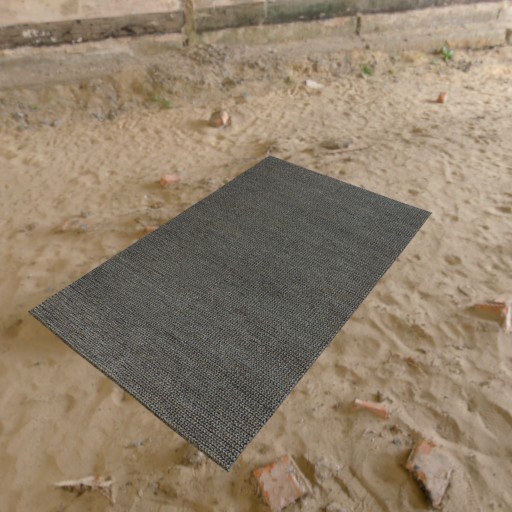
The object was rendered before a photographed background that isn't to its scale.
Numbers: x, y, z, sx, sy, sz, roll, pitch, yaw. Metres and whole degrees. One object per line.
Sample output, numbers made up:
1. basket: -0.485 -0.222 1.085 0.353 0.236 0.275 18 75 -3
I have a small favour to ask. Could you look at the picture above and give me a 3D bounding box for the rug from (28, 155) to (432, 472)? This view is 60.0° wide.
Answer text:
1. rug: 0.000 0.000 2.995 1.538 0.021 2.443 26 47 27
